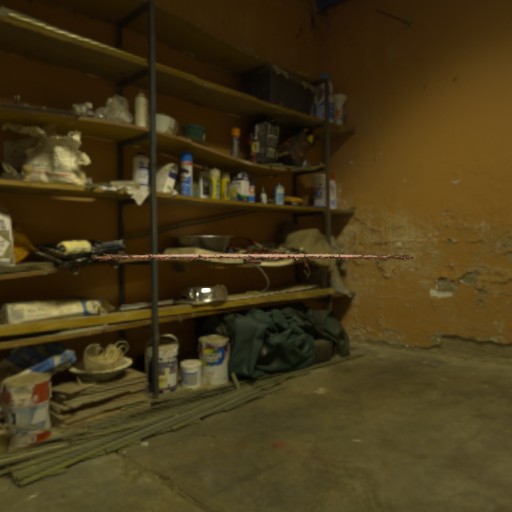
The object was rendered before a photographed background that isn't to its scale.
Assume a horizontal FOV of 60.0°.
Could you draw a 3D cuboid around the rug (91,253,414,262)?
[{"bbox_3d":[0.000,0.000,3.221,1.778,0.048,2.450,0,1,1],"label":"rug"}]
